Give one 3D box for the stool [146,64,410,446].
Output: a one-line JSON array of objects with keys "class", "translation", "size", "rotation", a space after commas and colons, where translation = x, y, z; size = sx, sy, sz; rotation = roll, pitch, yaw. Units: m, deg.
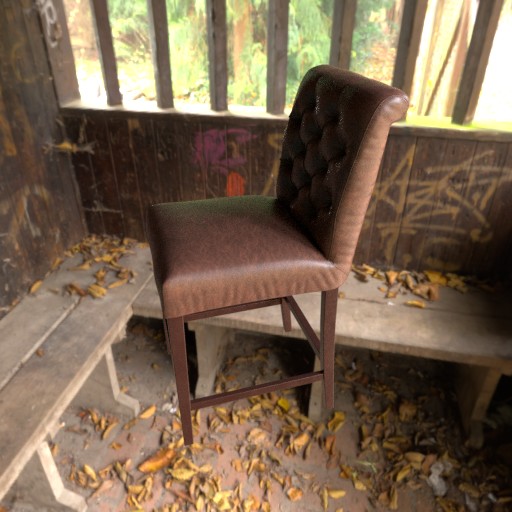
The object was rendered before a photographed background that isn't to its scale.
[{"class": "stool", "translation": [0.000, 0.000, 1.438], "size": [0.660, 1.084, 0.486], "rotation": [-9, 33, -14]}]
